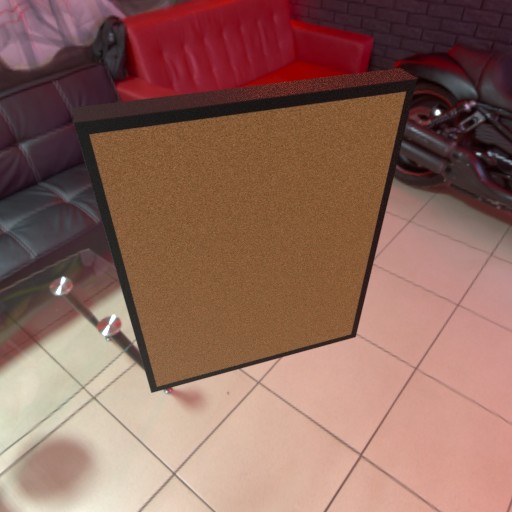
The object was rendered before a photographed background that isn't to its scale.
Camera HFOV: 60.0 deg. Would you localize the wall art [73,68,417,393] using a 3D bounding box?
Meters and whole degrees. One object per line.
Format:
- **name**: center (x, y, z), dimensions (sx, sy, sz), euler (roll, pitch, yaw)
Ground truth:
- **wall art**: center (0.000, 0.000, 0.496), dimensions (0.294, 0.369, 0.030), euler (-12, 43, -13)
